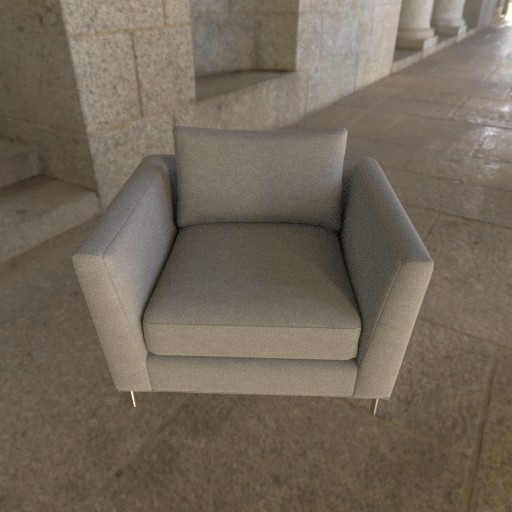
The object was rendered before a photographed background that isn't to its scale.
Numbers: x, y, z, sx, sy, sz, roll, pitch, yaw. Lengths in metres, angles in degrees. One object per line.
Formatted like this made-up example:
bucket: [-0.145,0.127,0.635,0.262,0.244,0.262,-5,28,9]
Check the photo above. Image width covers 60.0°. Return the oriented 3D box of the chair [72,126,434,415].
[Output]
chair: [0.000,0.000,1.743,1.041,0.864,0.889,1,32,2]
